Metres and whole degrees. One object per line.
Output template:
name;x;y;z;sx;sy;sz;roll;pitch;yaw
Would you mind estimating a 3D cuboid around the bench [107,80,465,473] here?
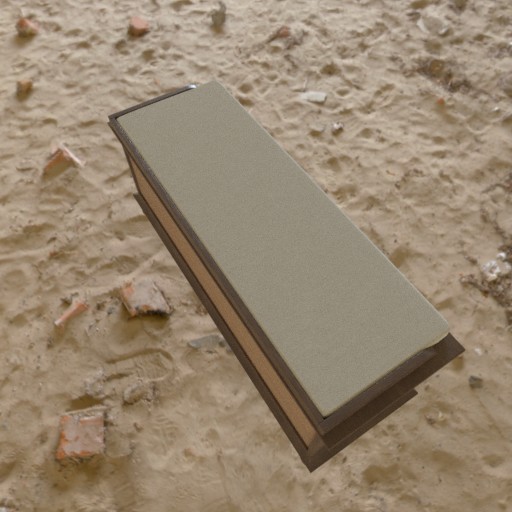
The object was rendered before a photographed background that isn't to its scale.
bench;0.000;0.000;1.412;0.402;0.501;1.185;-28;61;-17
